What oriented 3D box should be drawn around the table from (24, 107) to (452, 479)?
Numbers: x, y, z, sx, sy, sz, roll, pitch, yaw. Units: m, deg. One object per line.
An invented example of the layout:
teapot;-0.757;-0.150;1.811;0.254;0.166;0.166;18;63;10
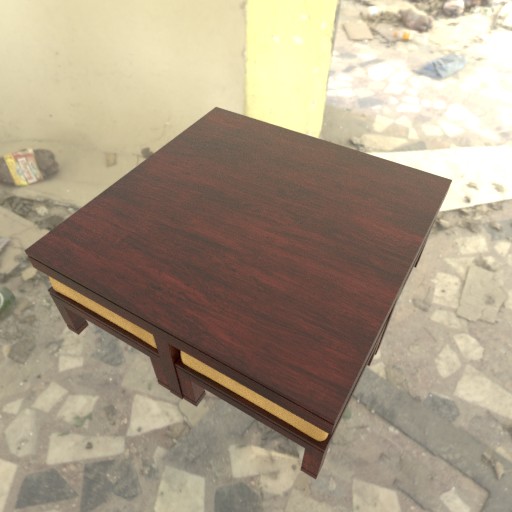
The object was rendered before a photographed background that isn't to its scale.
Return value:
table;0.000;0.000;1.366;0.865;0.356;0.865;24;51;21
